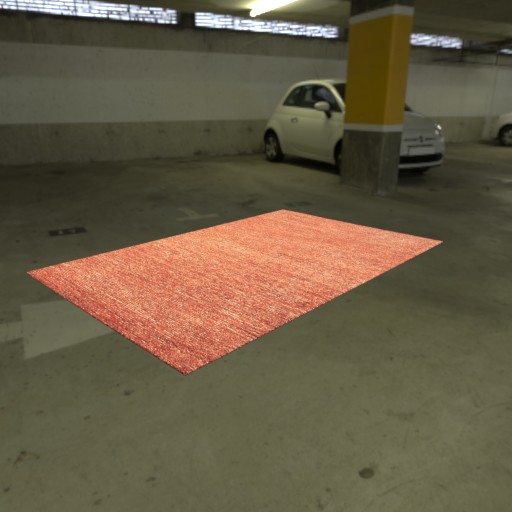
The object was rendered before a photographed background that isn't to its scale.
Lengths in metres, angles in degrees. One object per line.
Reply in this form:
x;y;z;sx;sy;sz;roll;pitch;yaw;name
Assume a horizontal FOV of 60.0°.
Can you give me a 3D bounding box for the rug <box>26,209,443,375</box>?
0.000;0.000;2.179;1.139;0.011;1.747;17;25;41;rug
